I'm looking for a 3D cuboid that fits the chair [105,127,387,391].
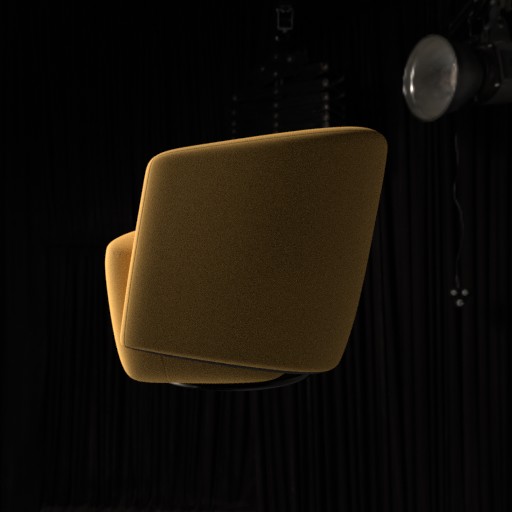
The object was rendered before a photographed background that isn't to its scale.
[{"bbox_3d":[0.000,0.000,1.383,0.767,0.698,0.773,0,-1,0],"label":"chair"}]
